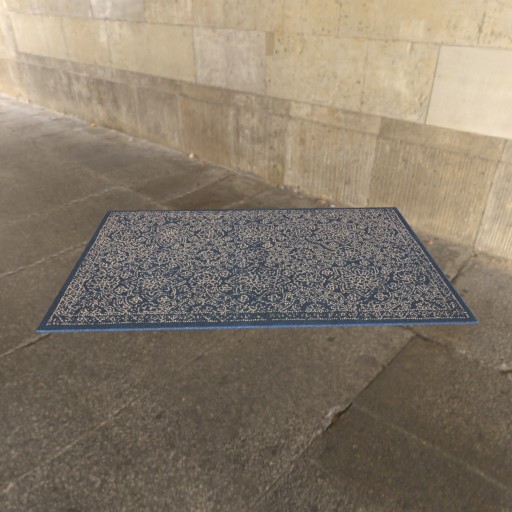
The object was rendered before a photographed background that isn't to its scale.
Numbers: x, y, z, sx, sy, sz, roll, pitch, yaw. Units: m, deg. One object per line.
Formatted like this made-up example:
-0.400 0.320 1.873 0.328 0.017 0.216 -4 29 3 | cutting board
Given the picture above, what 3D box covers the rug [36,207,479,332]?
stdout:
0.000 0.000 3.091 2.441 0.015 1.526 -1 31 -1 | rug
